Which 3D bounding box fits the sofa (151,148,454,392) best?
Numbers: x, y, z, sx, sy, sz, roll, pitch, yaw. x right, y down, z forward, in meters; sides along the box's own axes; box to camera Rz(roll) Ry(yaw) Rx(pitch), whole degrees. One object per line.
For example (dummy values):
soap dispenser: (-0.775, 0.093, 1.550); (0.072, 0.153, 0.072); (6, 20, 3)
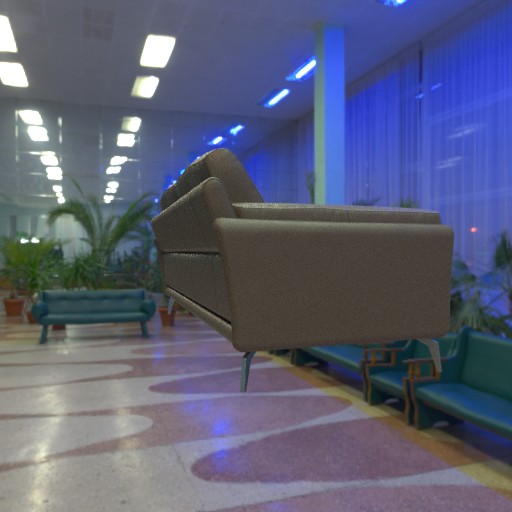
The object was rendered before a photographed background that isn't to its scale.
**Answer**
sofa: (0.000, 0.000, 2.629); (1.049, 0.930, 2.101); (0, 1, -18)
